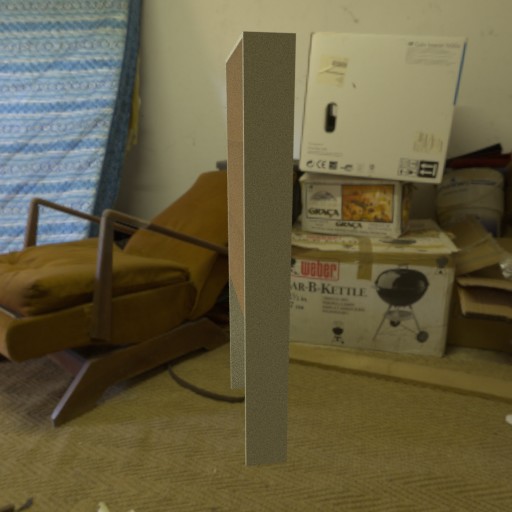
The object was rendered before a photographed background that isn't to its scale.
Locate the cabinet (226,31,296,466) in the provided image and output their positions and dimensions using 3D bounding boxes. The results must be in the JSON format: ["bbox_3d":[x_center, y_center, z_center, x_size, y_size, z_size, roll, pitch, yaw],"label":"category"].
[{"bbox_3d":[0.000,0.000,2.063,0.192,1.770,0.643,-2,16,-9],"label":"cabinet"}]
